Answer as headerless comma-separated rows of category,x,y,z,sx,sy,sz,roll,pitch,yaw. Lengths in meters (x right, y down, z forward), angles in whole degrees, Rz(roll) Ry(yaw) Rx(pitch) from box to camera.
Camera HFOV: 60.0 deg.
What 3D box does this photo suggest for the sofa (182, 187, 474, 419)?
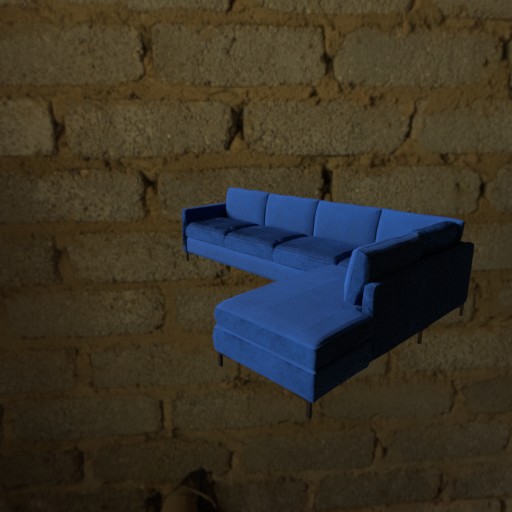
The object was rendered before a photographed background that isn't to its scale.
sofa,0.000,0.000,3.257,1.707,0.687,2.486,-15,22,-42
